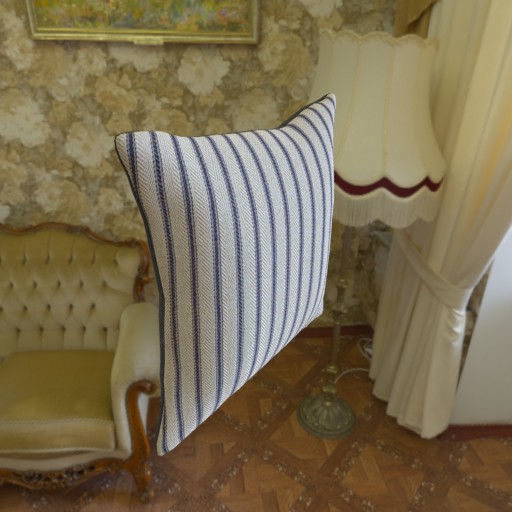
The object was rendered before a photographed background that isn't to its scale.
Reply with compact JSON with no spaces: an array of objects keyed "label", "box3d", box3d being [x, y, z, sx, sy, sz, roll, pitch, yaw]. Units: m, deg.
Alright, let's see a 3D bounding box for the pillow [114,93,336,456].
[{"label":"pillow","box3d":[0.000,0.000,0.691,0.138,0.444,0.468,17,31,32]}]
